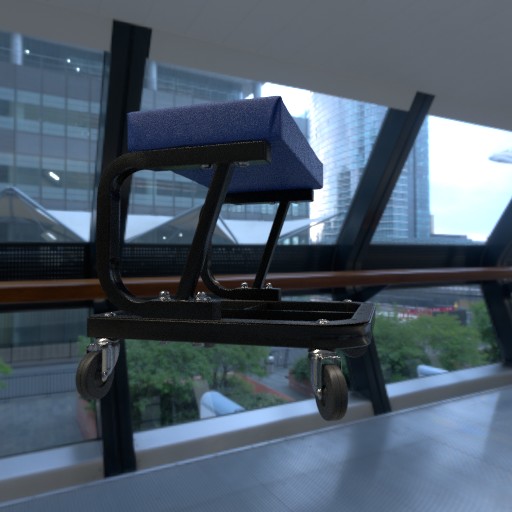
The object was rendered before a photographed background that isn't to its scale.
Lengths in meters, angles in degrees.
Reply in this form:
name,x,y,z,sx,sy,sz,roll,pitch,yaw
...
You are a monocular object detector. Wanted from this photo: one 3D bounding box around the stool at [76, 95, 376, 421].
name,x,y,z,sx,sy,sz,roll,pitch,yaw
stool,0.000,0.000,0.723,0.371,0.380,0.446,0,-2,16
